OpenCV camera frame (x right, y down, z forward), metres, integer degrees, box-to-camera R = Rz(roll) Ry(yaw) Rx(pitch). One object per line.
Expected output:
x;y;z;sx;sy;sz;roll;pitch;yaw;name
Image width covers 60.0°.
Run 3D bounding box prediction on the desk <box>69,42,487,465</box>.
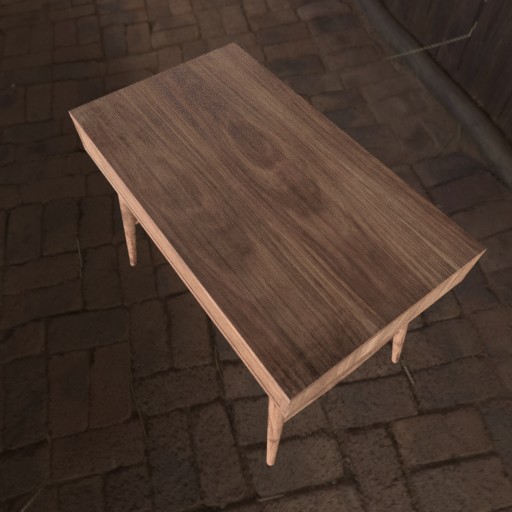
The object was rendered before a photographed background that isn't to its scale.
0.000;0.000;1.390;0.588;0.758;0.949;-32;63;-19;desk
